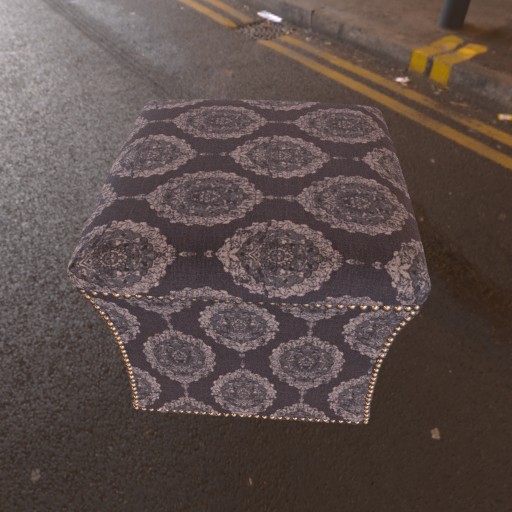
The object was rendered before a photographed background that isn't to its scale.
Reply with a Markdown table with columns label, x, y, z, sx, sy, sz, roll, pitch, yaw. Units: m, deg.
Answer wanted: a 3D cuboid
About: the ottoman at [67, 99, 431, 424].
| label | x | y | z | sx | sy | sz | roll | pitch | yaw |
| --- | --- | --- | --- | --- | --- | --- | --- | --- | --- |
| ottoman | 0.000 | 0.000 | 0.889 | 0.507 | 0.475 | 0.497 | 3 | 46 | 3 |
